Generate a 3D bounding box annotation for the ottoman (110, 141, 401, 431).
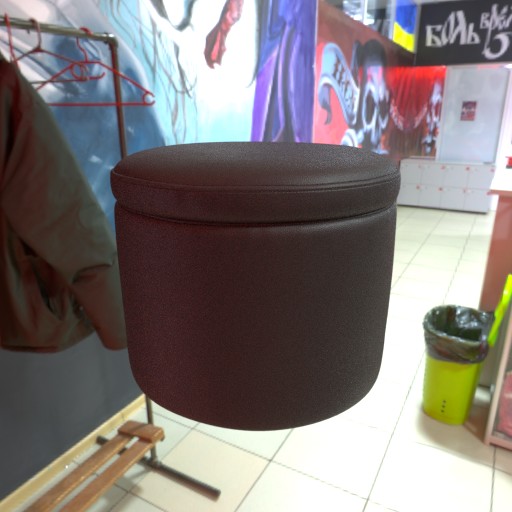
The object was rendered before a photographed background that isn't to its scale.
[{"bbox_3d":[0.000,0.000,0.842,0.500,0.409,0.500,0,18,0],"label":"ottoman"}]
